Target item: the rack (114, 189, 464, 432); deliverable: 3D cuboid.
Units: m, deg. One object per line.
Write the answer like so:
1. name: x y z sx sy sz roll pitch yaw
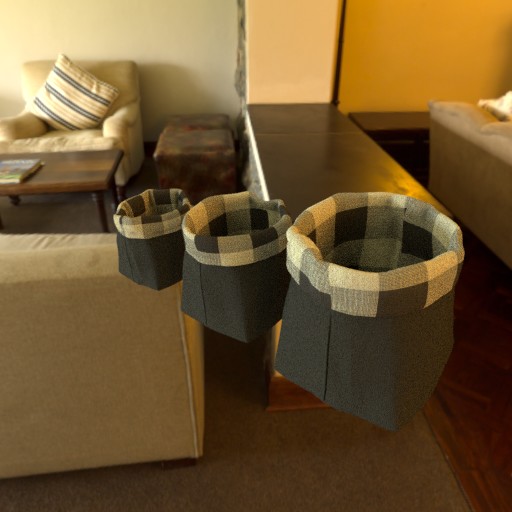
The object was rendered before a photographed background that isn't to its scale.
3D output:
1. rack: 0.000 0.000 1.038 0.889 0.329 0.370 20 36 31
